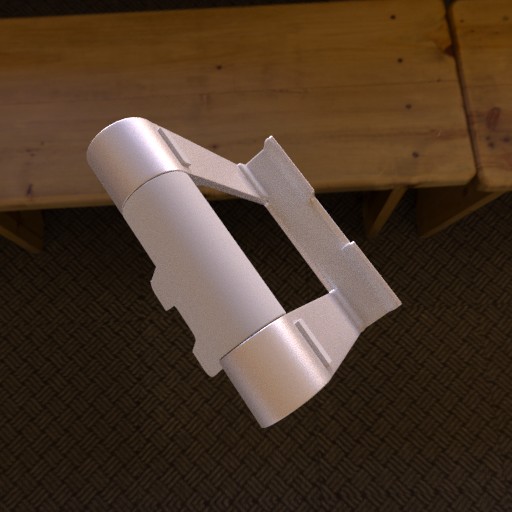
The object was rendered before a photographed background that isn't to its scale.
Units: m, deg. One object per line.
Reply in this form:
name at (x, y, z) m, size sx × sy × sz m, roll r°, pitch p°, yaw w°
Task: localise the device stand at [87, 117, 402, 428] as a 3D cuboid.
device stand at (0.000, 0.000, 0.152) m, size 0.079 × 0.084 × 0.086 m, roll -34°, pitch 79°, yaw -8°
